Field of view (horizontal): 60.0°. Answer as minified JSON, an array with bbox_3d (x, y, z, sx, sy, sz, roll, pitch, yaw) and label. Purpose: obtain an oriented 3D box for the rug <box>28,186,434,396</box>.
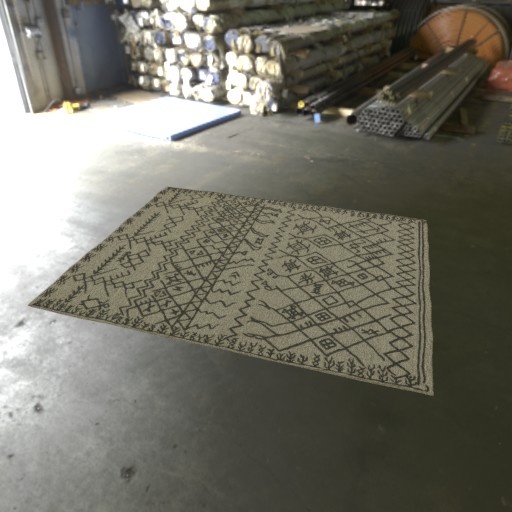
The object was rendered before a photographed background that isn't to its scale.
[{"bbox_3d":[0.000,0.000,3.284,2.455,0.025,1.964,9,34,14],"label":"rug"}]
